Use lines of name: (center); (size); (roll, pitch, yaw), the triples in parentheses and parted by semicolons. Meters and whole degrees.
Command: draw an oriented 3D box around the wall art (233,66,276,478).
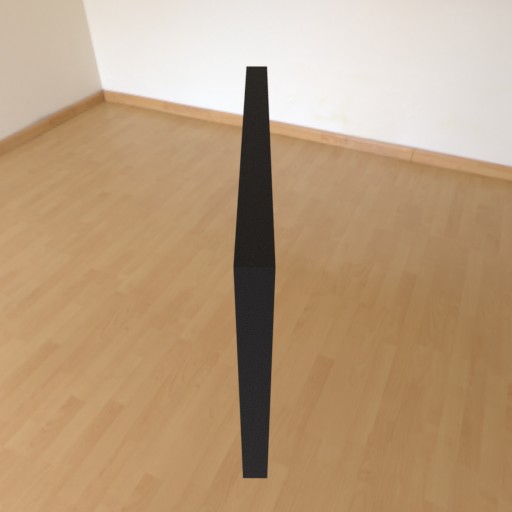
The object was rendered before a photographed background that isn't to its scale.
wall art: (0.000, 0.000, 0.547); (0.028, 0.325, 0.397); (0, 41, 0)
